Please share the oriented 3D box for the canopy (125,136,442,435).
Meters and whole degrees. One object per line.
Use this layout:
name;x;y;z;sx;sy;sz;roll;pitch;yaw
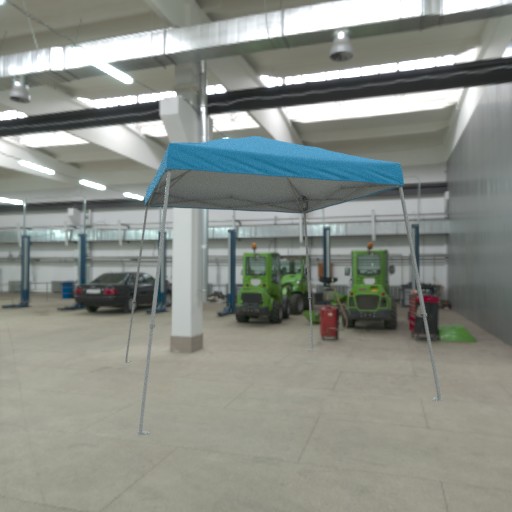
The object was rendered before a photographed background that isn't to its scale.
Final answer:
canopy;0.000;0.000;6.606;3.600;3.600;3.599;1;-2;-18
